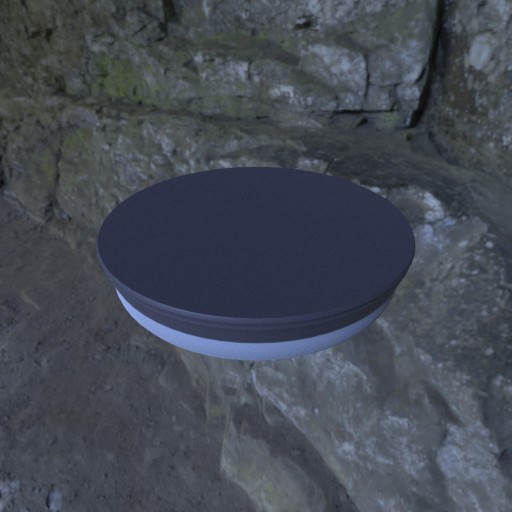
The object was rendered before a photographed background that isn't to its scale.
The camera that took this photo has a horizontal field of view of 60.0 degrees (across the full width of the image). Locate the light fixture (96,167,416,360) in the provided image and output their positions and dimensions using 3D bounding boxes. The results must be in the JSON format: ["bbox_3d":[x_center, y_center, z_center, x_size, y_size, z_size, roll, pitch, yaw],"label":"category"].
[{"bbox_3d":[0.000,0.000,0.559,0.368,0.100,0.368,0,32,0],"label":"light fixture"}]
